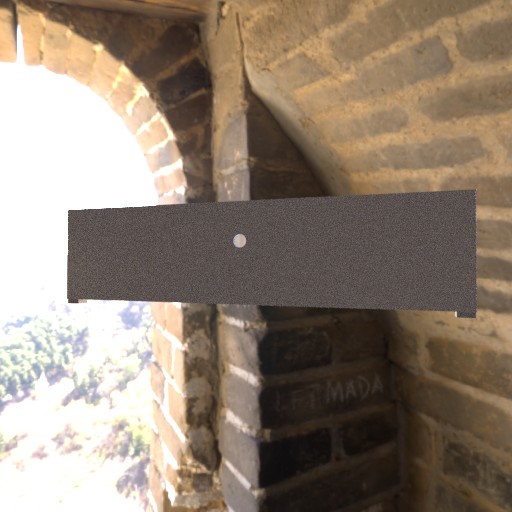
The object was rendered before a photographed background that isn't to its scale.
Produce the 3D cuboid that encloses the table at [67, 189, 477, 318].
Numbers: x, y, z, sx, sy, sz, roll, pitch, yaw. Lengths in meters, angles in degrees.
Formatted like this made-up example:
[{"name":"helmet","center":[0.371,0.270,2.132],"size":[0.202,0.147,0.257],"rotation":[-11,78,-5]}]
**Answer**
[{"name":"table","center":[0.000,0.000,1.893],"size":[1.650,0.420,0.390],"rotation":[0,-1,19]}]
